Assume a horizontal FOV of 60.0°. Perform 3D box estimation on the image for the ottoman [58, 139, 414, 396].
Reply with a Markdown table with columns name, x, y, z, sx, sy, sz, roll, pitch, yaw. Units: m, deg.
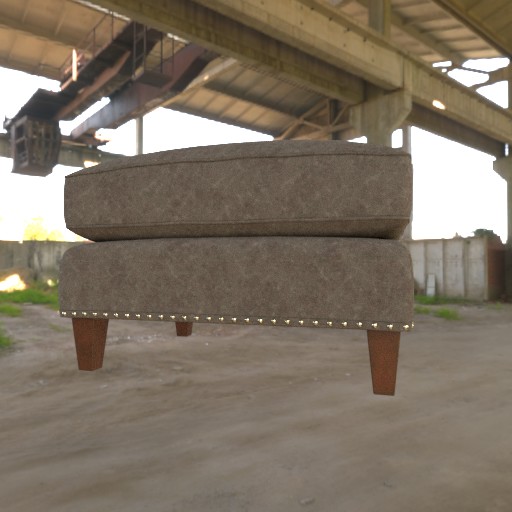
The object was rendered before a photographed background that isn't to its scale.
| name | x | y | z | sx | sy | sz | roll | pitch | yaw |
| --- | --- | --- | --- | --- | --- | --- | --- | --- | --- |
| ottoman | 0.000 | 0.000 | 1.139 | 0.741 | 0.513 | 0.584 | 0 | -1 | 17 |
